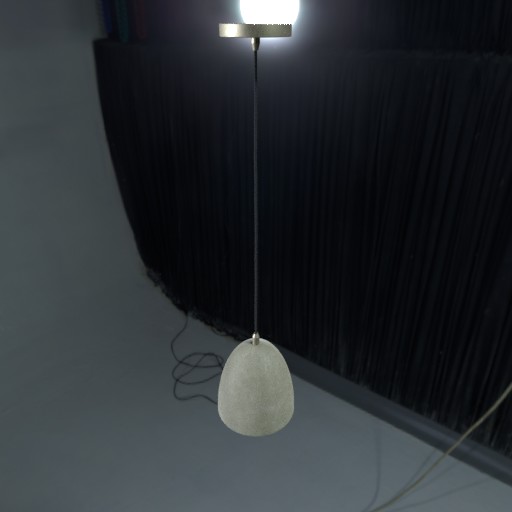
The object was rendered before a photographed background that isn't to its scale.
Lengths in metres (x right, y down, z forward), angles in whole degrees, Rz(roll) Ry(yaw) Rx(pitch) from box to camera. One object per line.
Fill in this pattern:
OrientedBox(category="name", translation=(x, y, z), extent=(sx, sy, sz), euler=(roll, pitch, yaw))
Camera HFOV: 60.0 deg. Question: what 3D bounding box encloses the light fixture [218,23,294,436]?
OrientedBox(category="light fixture", translation=(0.000, 0.000, 0.818), extent=(0.170, 0.759, 0.170), euler=(19, 33, 31))
